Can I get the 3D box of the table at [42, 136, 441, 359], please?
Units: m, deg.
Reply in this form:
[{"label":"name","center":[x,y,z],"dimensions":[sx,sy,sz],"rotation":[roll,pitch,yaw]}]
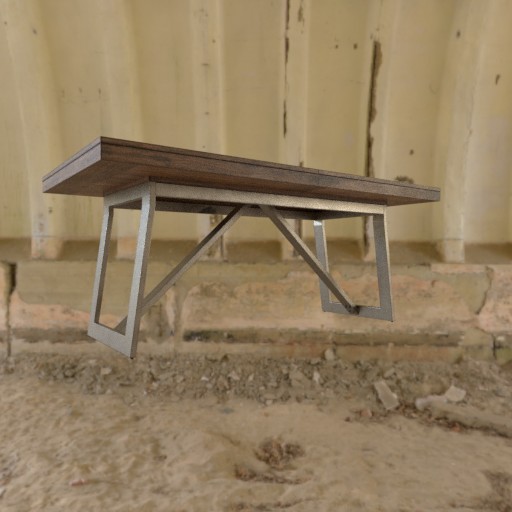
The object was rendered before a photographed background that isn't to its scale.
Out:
[{"label":"table","center":[0.000,0.000,2.306],"dimensions":[1.867,0.757,0.931],"rotation":[0,0,-36]}]
